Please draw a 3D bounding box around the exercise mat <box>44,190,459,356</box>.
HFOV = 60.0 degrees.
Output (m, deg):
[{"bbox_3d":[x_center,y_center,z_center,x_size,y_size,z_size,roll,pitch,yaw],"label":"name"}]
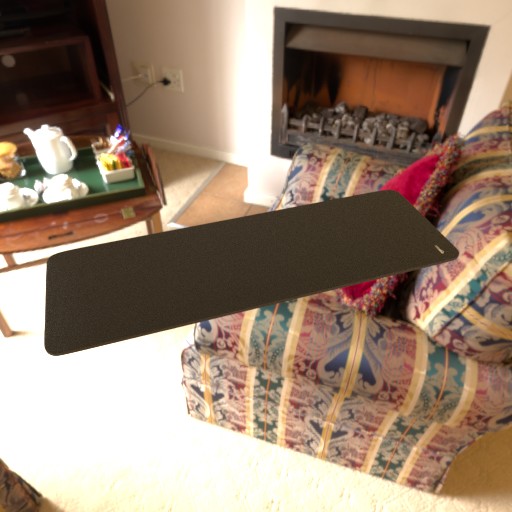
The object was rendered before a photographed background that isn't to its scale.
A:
[{"bbox_3d":[0.000,0.000,2.083,1.869,0.021,0.616,-12,42,-14],"label":"exercise mat"}]
